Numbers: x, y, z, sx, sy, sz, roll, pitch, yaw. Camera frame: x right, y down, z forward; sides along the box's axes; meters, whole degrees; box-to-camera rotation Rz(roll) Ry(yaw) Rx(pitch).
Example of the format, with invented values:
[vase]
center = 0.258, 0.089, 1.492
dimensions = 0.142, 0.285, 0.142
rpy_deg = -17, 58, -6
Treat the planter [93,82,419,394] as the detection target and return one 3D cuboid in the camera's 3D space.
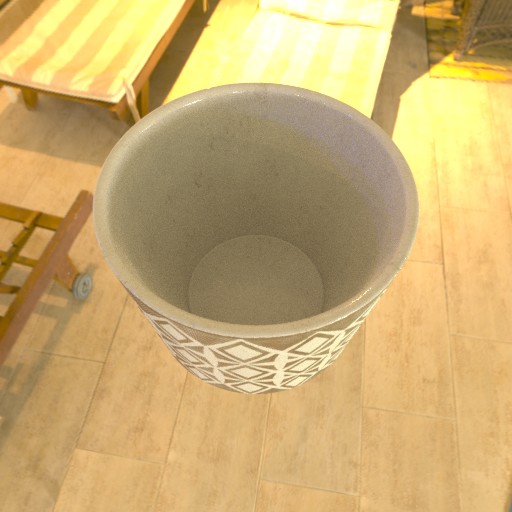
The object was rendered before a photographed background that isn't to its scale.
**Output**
[planter]
center = 0.000, 0.000, 0.452
dimensions = 0.260, 0.220, 0.260
rpy_deg = 0, 58, 0
